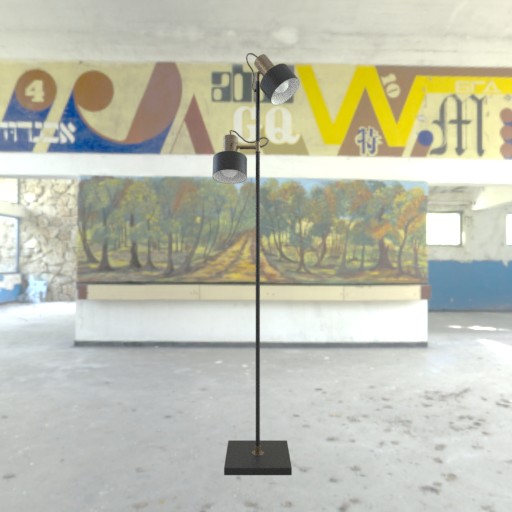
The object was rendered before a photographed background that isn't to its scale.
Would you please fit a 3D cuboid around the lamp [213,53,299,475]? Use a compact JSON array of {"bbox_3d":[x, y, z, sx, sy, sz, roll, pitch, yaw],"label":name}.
[{"bbox_3d":[0.000,0.000,1.640,0.315,1.505,0.233,0,-1,0],"label":"lamp"}]
